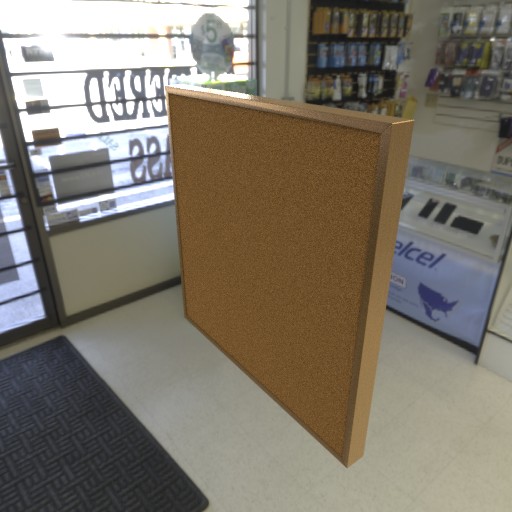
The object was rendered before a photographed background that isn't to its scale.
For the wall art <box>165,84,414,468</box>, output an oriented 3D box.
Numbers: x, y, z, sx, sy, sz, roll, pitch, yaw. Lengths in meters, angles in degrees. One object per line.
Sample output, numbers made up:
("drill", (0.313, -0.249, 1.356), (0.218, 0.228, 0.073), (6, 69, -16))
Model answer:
("wall art", (0.000, 0.000, 0.748), (0.037, 0.505, 0.505), (-18, 32, -33))
